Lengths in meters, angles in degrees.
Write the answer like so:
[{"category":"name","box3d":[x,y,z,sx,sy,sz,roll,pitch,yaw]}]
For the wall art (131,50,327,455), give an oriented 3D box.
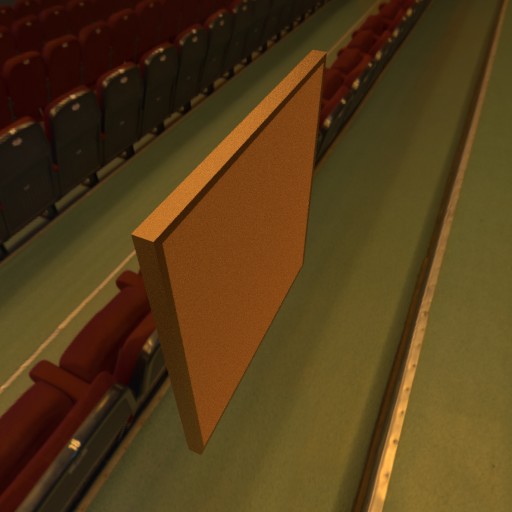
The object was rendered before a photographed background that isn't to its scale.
[{"category":"wall art","box3d":[0.000,0.000,1.136,0.038,0.762,0.762,18,48,17]}]
